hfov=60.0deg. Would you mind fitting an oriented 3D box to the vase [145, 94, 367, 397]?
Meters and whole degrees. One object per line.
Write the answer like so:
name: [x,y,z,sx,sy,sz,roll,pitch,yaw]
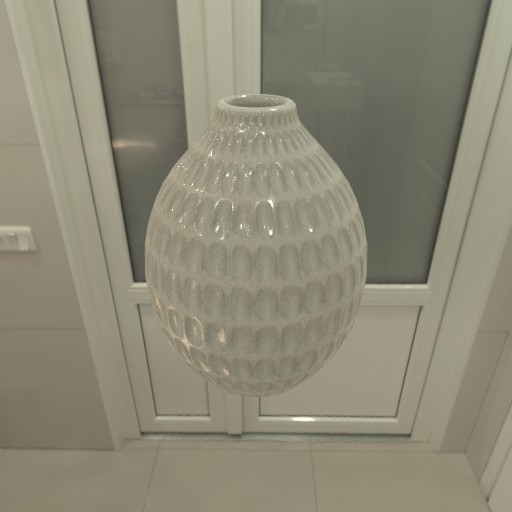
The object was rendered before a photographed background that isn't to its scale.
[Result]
vase: [0.000,0.000,0.330,0.162,0.223,0.162,0,30,0]
